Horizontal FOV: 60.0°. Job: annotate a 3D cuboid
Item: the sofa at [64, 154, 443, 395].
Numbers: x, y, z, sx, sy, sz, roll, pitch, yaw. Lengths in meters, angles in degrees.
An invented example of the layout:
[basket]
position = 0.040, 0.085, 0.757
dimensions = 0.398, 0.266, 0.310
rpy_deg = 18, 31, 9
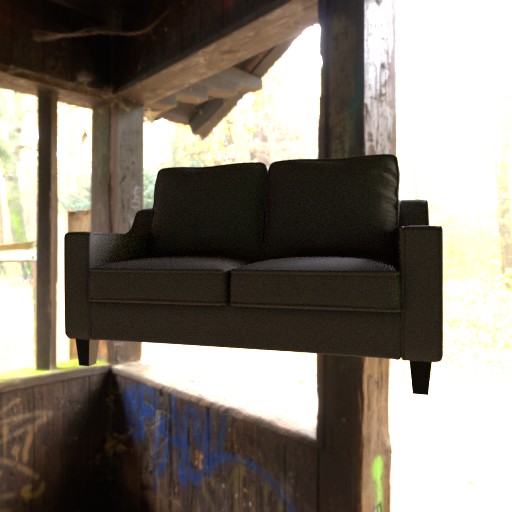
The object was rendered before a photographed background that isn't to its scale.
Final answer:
[sofa]
position = 0.000, 0.000, 2.011
dimensions = 1.500, 0.948, 0.791
rpy_deg = 0, 0, 17
